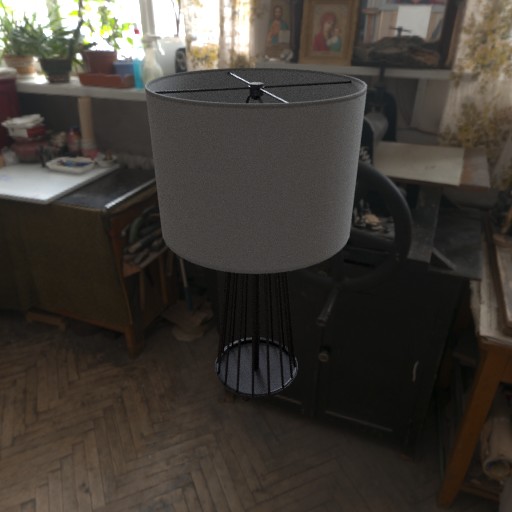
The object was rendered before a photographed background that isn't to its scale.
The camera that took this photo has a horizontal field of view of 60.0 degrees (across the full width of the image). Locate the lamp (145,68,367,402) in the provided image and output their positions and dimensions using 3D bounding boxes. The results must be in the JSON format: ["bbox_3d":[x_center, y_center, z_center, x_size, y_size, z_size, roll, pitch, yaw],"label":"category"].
[{"bbox_3d":[0.000,0.000,0.803,0.322,0.593,0.322,-9,31,-16],"label":"lamp"}]
